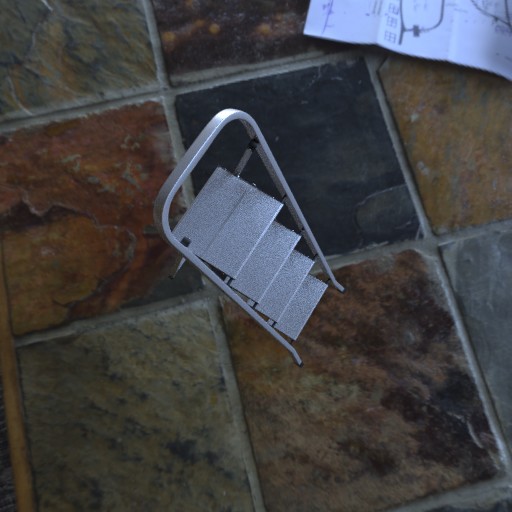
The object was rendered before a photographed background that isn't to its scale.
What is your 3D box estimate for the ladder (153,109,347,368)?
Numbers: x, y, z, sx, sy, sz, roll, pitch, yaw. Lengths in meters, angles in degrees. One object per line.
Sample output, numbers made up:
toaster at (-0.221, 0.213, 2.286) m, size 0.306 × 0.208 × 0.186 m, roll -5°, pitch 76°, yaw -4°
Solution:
ladder at (0.000, 0.000, 1.700) m, size 0.830 × 1.290 × 0.465 m, roll 31°, pitch 78°, yaw 7°
